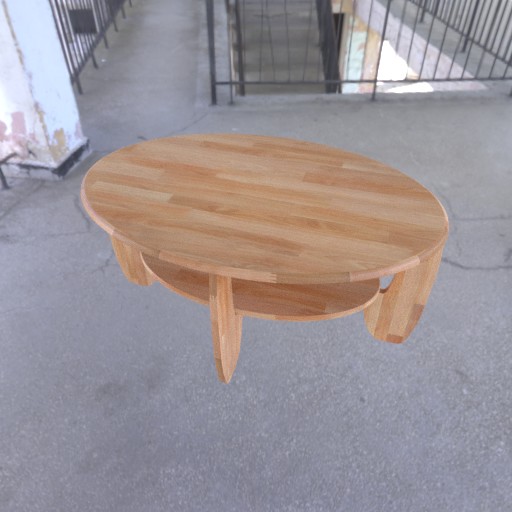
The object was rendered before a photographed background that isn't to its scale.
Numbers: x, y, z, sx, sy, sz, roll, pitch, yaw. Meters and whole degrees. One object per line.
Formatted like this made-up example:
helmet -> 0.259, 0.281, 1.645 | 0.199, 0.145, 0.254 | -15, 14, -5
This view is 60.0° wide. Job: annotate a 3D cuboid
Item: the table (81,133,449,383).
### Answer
table -> 0.000, 0.000, 1.383 | 1.040, 0.490, 0.690 | 11, 42, 13
